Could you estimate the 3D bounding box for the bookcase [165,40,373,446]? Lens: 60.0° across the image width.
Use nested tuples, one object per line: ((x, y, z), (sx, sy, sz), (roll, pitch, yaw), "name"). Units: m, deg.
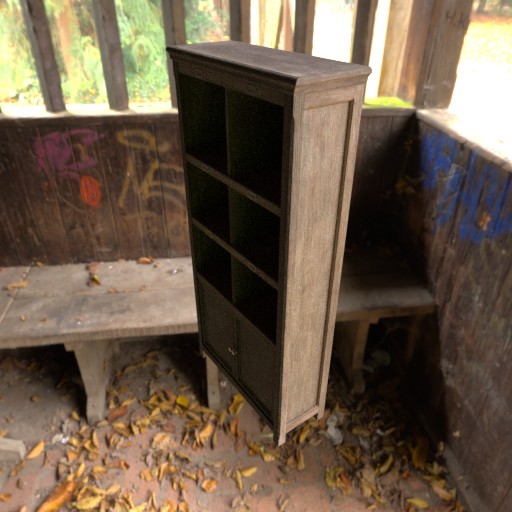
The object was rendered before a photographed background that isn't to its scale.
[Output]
((0.000, 0.000, 2.254), (0.348, 1.880, 0.906), (-21, 38, -29), "bookcase")
